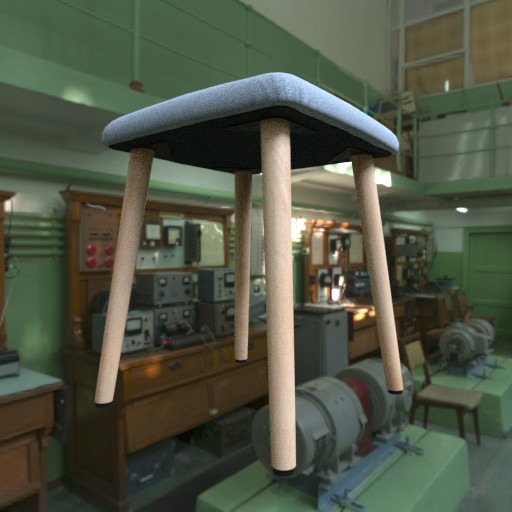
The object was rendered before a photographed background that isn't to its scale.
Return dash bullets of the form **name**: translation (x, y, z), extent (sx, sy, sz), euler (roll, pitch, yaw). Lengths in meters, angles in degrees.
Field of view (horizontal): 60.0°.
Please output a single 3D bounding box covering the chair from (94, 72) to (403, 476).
- **chair**: translation (0.000, 0.000, 0.678), extent (0.350, 0.440, 0.350), euler (1, 1, 38)
